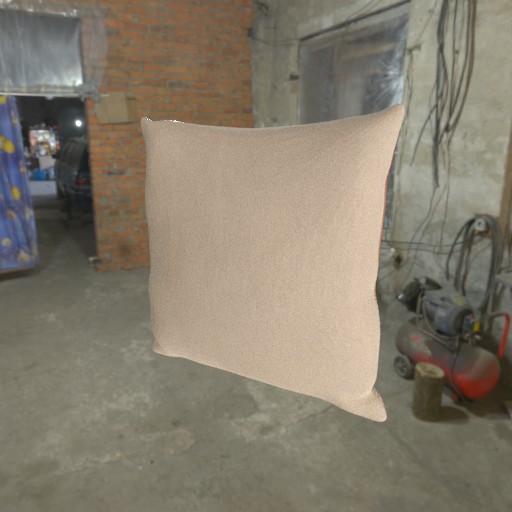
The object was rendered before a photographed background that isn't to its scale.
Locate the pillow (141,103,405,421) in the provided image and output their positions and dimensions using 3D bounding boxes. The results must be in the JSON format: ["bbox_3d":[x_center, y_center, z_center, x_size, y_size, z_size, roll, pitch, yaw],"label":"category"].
[{"bbox_3d":[0.000,0.000,0.697,0.440,0.441,0.182,8,17,28],"label":"pillow"}]
